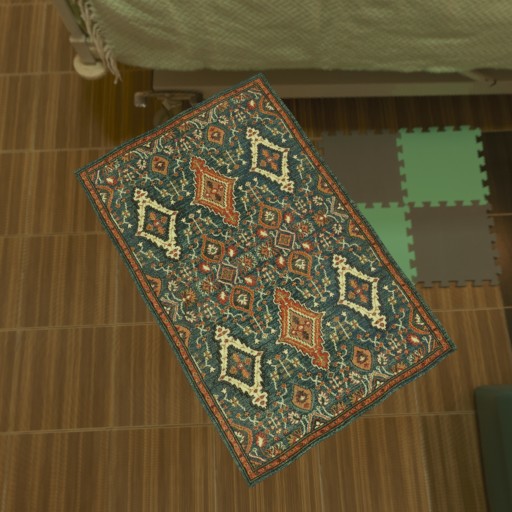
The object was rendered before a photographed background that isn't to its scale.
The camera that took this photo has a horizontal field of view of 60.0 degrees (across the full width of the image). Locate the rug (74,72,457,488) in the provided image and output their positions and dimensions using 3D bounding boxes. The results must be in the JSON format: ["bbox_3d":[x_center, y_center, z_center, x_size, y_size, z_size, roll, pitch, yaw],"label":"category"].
[{"bbox_3d":[0.000,0.000,4.152,2.190,0.008,3.371,-31,78,-7],"label":"rug"}]
